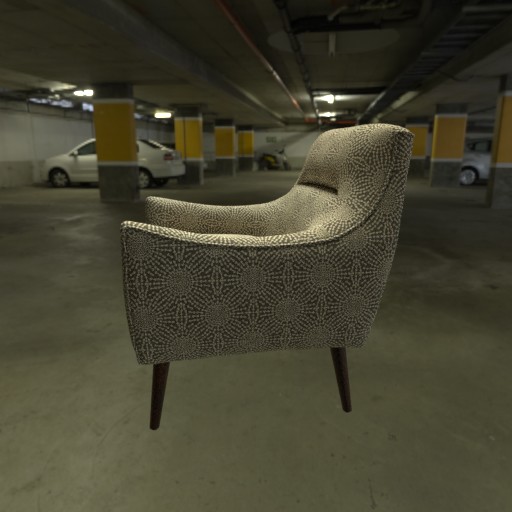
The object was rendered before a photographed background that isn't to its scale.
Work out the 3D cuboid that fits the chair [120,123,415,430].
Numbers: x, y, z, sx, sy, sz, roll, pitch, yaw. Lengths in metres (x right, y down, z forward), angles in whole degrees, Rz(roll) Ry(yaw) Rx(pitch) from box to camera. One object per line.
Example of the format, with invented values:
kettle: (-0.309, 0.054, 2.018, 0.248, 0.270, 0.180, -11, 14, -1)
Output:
chair: (0.000, 0.000, 1.486, 0.787, 0.838, 0.762, -2, 13, -9)
